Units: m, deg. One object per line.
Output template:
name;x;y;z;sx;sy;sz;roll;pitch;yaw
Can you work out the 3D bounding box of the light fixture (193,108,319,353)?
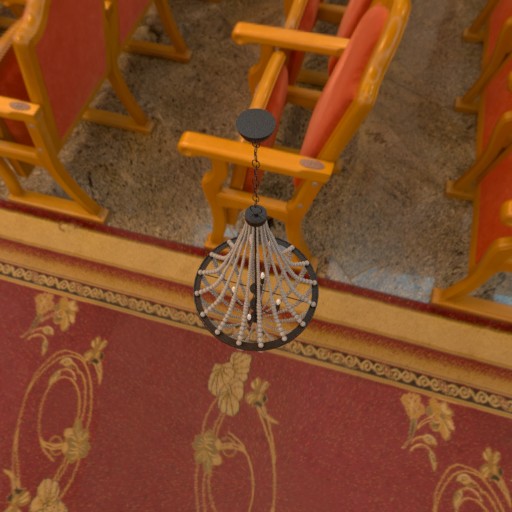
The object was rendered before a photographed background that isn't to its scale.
light fixture;0.000;0.000;1.370;0.450;1.133;0.450;0;63;0
